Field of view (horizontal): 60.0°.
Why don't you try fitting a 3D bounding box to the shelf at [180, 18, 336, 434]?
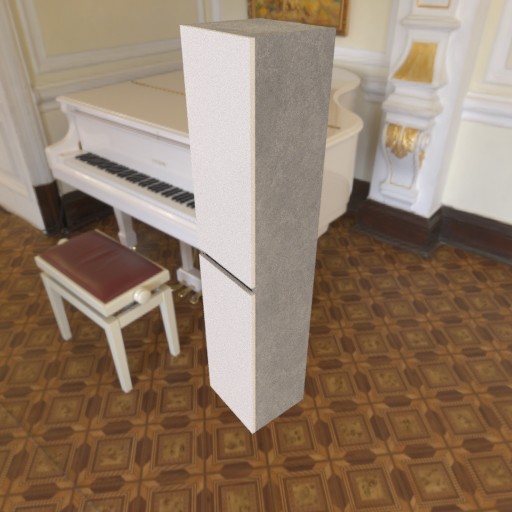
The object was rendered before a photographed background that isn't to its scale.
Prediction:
[{"bbox_3d":[0.000,0.000,1.513,0.270,1.400,0.300,-23,40,-31],"label":"shelf"}]
